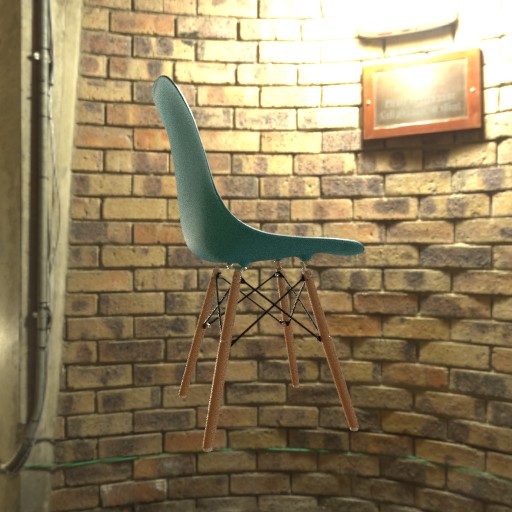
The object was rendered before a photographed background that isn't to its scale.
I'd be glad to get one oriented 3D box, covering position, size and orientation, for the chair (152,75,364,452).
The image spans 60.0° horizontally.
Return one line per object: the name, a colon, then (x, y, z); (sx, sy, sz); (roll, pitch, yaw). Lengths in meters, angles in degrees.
chair: (0.000, 0.000, 1.165); (0.531, 0.826, 0.470); (0, 0, -18)
